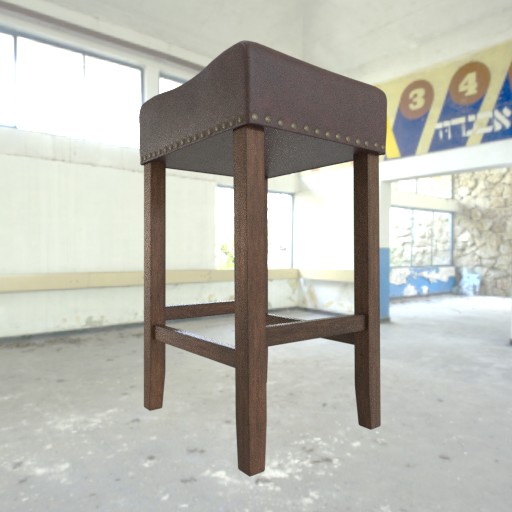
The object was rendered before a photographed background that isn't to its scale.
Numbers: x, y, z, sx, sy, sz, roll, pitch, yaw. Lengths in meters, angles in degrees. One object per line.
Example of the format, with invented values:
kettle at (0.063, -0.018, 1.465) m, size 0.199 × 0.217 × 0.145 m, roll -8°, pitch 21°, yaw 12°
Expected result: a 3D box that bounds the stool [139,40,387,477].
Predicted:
stool at (0.000, 0.000, 1.056) m, size 0.401 × 0.769 × 0.465 m, roll 0°, pitch 0°, yaw -38°
